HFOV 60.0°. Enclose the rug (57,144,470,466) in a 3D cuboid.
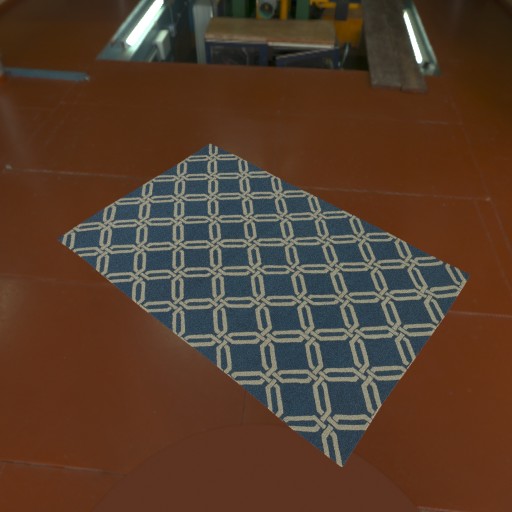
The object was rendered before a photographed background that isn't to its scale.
[{"bbox_3d":[0.000,0.000,2.219,1.755,0.010,1.153,32,55,26],"label":"rug"}]
